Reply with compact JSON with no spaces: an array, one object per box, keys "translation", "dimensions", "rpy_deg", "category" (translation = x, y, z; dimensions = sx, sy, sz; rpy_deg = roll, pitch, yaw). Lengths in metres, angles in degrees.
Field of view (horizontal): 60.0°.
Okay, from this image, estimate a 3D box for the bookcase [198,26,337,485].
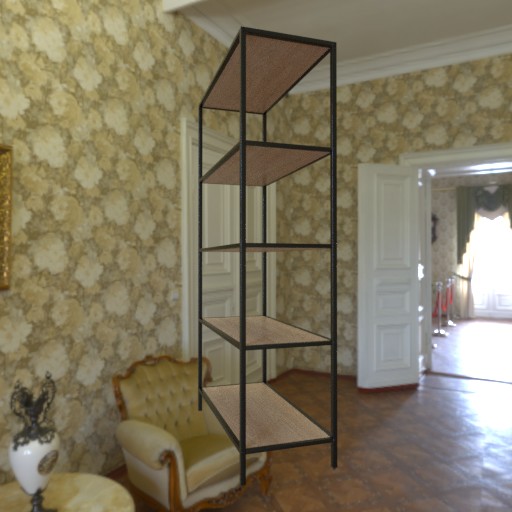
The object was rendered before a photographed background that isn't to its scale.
[{"translation":[0.000,0.000,1.865],"dimensions":[0.350,1.500,0.770],"rpy_deg":[0,-1,-18],"category":"bookcase"}]
